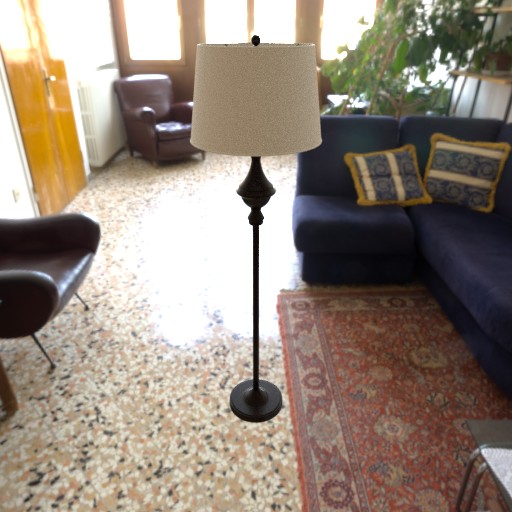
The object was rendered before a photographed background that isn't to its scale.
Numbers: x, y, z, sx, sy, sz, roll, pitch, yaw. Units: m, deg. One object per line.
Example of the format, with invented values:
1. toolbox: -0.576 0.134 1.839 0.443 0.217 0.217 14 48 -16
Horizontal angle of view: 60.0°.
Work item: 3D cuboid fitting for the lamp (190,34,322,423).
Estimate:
1. lamp: 0.000 0.000 1.660 0.431 1.484 0.431 0 27 0
